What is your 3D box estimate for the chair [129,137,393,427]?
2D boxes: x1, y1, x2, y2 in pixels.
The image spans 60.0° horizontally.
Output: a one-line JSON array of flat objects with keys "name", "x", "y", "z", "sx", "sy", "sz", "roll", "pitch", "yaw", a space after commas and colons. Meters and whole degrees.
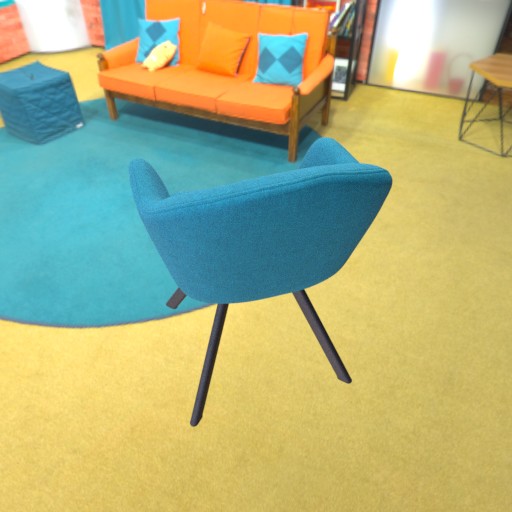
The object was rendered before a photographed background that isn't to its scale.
[{"name": "chair", "x": 0.000, "y": 0.000, "z": 1.146, "sx": 0.545, "sy": 0.775, "sz": 0.565, "roll": -11, "pitch": 42, "yaw": -13}]
